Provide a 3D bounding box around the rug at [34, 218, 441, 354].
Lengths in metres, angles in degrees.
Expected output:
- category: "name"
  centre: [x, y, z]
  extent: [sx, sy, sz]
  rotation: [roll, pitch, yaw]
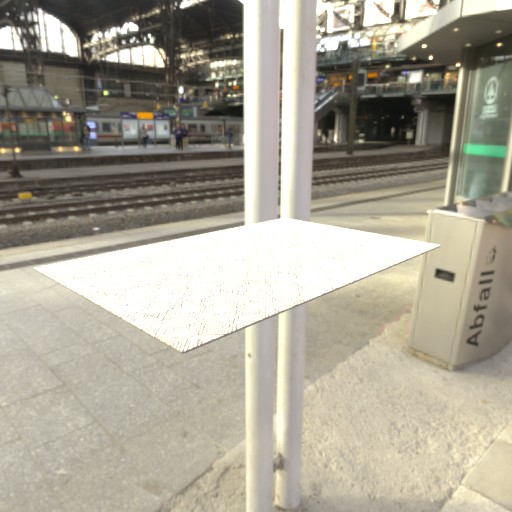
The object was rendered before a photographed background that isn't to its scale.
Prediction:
- category: "rug"
  centre: [0.000, 0.000, 2.289]
  extent: [1.175, 0.008, 1.783]
  rotation: [15, 21, 43]
